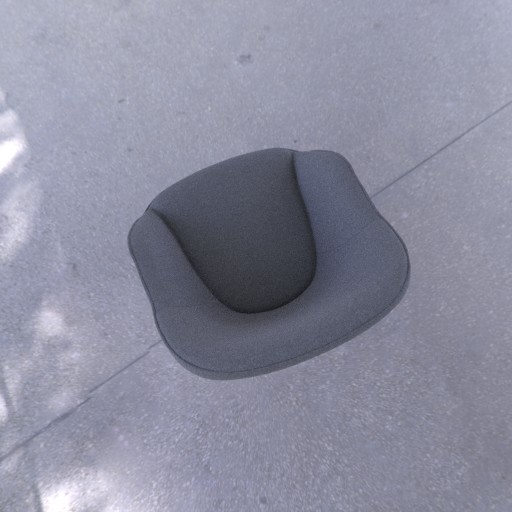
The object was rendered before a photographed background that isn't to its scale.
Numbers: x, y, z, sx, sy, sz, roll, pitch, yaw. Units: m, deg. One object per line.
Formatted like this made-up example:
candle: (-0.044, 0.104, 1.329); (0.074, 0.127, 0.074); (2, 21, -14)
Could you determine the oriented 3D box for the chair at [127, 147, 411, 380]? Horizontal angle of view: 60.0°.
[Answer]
chair: (0.000, 0.000, 1.246); (0.589, 0.810, 0.611); (-23, 77, -6)
